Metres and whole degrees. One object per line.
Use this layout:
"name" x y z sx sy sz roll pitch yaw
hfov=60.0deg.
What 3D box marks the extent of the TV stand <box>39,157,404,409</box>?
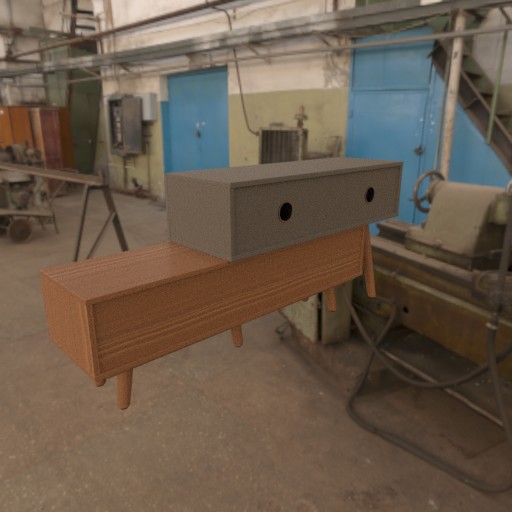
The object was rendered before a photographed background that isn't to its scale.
"TV stand" 0.000 0.000 1.556 1.336 0.591 0.329 -16 23 -41
